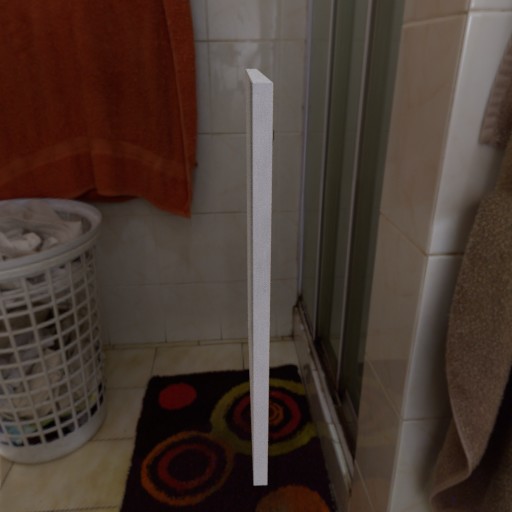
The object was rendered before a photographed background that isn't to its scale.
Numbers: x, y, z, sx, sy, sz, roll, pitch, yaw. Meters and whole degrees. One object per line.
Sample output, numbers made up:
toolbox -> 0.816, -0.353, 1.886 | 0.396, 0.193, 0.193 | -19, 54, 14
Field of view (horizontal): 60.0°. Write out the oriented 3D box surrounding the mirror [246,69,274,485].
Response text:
mirror -> 0.000, 0.000, 1.335 | 0.041, 1.016, 0.762 | -1, 25, -2
